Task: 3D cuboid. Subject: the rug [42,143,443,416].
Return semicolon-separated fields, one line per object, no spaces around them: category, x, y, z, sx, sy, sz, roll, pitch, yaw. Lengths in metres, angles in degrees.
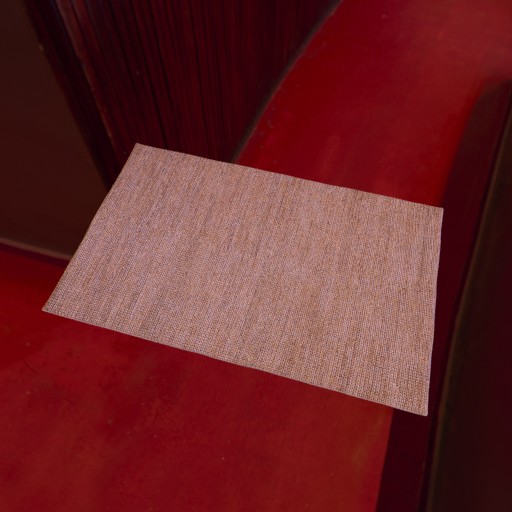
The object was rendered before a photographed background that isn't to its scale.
rug;0.000;0.000;3.055;2.438;0.034;1.521;13;60;8
